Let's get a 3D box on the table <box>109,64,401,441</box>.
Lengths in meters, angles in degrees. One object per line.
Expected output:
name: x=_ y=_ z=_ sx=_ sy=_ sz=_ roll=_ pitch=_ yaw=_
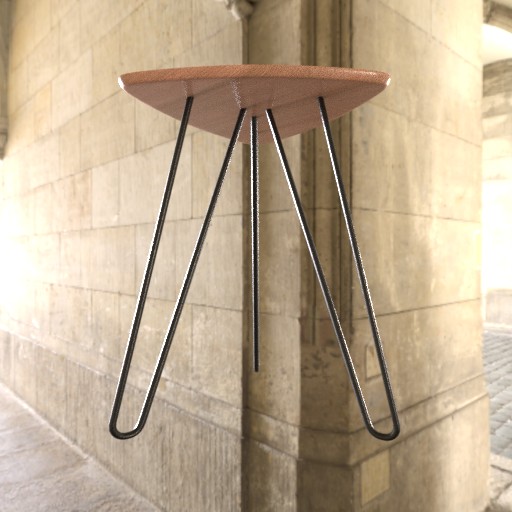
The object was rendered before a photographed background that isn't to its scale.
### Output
table: x=0.000 y=0.000 z=0.877 sx=0.442 sy=0.564 sz=0.455 roll=0 pitch=0 yaw=1
